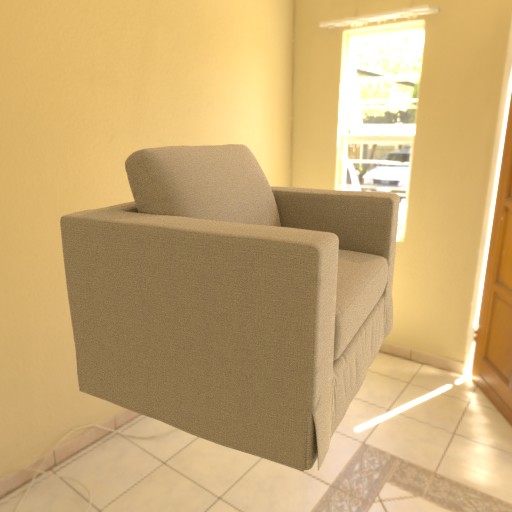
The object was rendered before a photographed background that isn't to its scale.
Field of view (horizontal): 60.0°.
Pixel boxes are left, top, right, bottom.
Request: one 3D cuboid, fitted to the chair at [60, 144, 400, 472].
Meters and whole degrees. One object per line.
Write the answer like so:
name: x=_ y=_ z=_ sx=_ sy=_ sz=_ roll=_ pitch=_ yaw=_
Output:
chair: x=0.000 y=0.000 z=1.812 sx=0.957 sy=0.878 sz=1.150 roll=8 pitch=17 yaw=26
